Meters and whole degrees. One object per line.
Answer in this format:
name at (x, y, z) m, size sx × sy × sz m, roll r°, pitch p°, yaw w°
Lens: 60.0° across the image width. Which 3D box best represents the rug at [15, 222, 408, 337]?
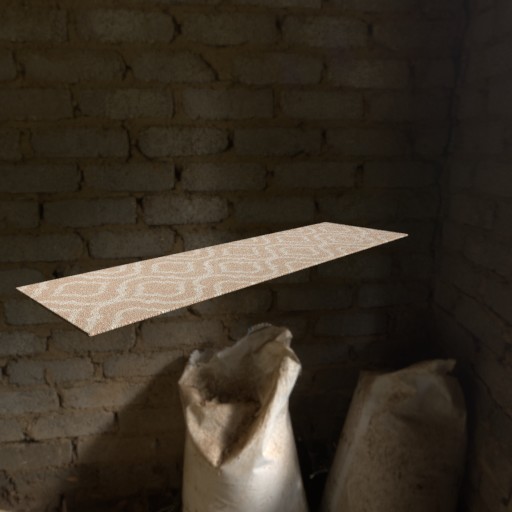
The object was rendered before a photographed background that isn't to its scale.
rug at (0.000, 0.000, 2.479) m, size 0.691 × 0.013 × 2.289 m, roll 13°, pitch 20°, yaw 42°
